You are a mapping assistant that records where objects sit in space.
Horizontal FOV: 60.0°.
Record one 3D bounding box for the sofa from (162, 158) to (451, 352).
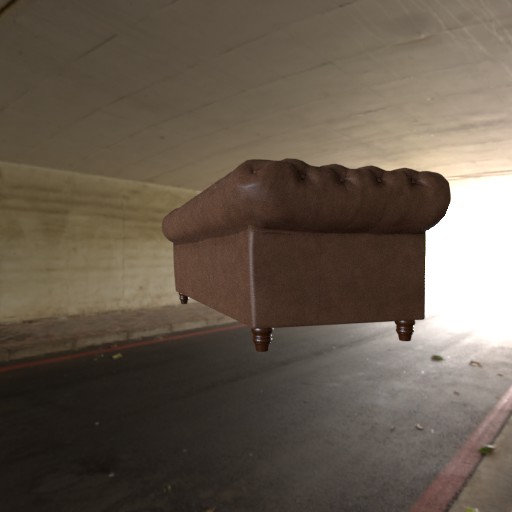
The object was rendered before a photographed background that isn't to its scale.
[{"bbox_3d":[0.000,0.000,2.809,0.944,0.783,2.385,0,0,-19],"label":"sofa"}]
